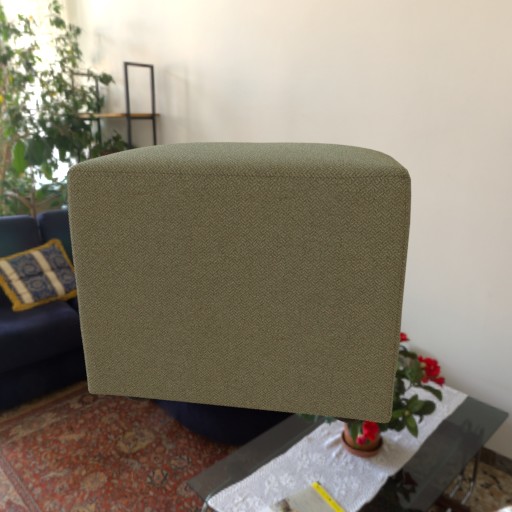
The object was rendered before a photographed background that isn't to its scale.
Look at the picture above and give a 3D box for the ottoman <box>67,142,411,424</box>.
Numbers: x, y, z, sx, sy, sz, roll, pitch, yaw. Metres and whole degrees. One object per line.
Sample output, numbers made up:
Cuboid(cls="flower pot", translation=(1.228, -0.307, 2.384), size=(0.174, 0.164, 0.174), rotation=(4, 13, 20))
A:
Cuboid(cls="ottoman", translation=(0.000, 0.000, 0.912), size=(0.521, 0.453, 0.512), rotation=(3, 16, 9))
